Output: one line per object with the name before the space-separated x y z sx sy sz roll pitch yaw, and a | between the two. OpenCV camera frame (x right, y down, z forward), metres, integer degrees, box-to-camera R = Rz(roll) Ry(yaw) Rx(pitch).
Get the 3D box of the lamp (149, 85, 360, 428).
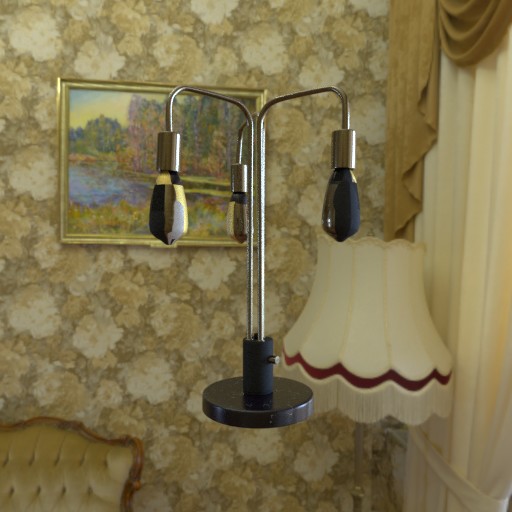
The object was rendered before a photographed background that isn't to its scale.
lamp | 0.000 0.000 0.786 0.368 0.560 0.355 1 1 37
